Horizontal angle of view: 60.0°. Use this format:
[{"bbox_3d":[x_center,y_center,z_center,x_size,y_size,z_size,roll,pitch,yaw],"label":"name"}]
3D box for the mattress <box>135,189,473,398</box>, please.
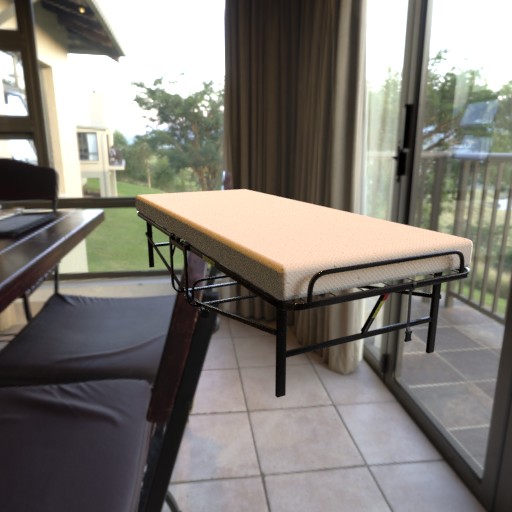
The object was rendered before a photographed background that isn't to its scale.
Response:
[{"bbox_3d":[0.000,0.000,2.515,0.922,0.519,2.153,-7,16,-26],"label":"mattress"}]
